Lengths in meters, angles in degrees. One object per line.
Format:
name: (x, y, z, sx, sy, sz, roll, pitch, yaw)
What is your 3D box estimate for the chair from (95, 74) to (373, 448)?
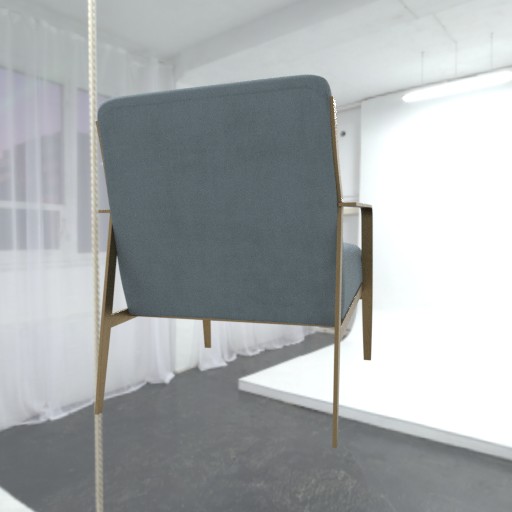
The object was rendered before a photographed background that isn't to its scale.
chair: (0.000, 0.000, 1.443, 0.701, 0.824, 0.842, 0, 1, 18)
